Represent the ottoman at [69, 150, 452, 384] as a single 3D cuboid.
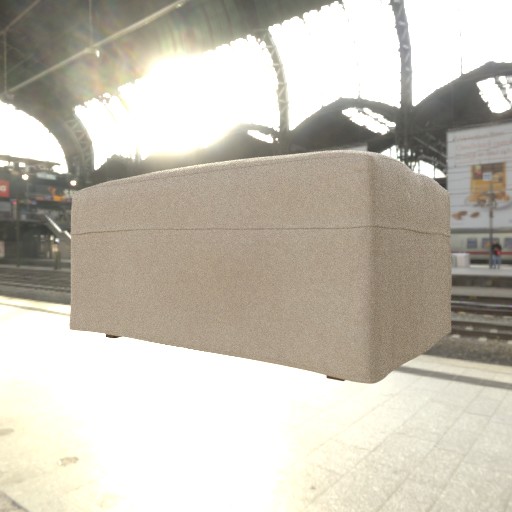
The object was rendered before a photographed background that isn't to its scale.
[{"bbox_3d":[0.000,0.000,1.177,0.872,0.444,0.590,1,1,35],"label":"ottoman"}]
